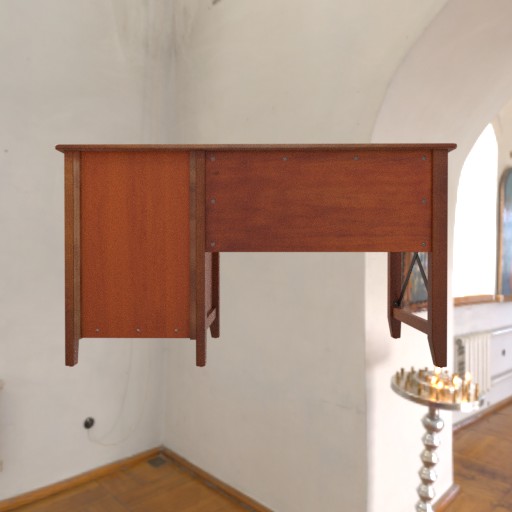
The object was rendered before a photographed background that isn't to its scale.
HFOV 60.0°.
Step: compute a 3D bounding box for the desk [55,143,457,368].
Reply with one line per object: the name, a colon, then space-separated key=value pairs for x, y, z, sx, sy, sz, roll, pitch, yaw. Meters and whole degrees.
desk: x=0.000 y=0.000 z=1.768 sx=1.353 sy=0.756 sz=0.574 roll=0 pitch=1 yaw=1
